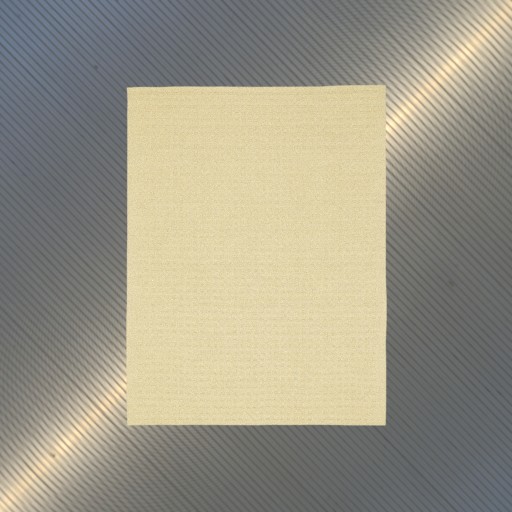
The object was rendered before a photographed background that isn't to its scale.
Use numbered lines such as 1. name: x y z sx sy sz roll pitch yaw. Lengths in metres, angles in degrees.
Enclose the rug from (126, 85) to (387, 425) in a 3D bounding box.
1. rug: 0.000 0.000 4.179 2.452 0.016 3.204 0 90 1
